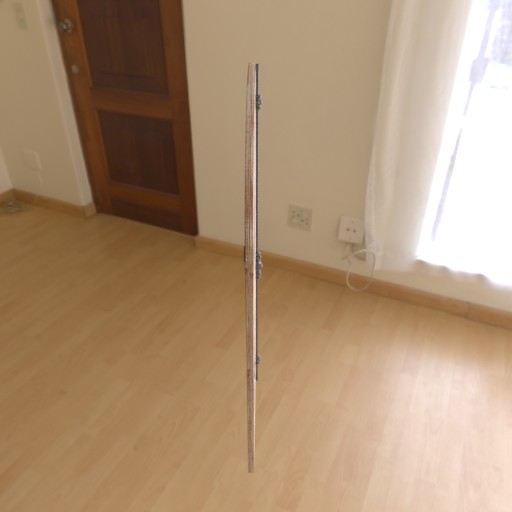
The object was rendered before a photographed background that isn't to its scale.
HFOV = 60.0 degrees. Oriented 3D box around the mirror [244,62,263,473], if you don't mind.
[{"bbox_3d":[0.000,0.000,1.137,0.032,0.915,0.609,0,32,1],"label":"mirror"}]
